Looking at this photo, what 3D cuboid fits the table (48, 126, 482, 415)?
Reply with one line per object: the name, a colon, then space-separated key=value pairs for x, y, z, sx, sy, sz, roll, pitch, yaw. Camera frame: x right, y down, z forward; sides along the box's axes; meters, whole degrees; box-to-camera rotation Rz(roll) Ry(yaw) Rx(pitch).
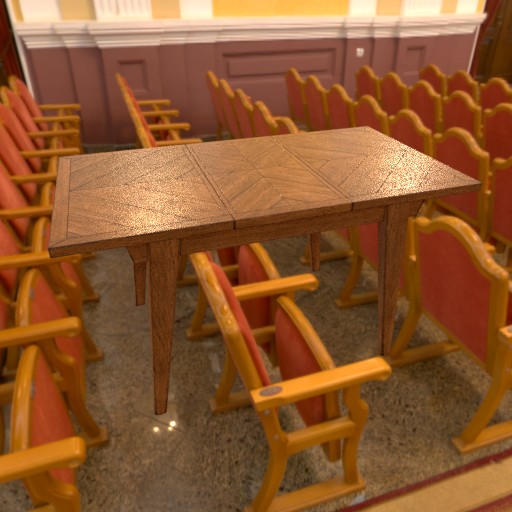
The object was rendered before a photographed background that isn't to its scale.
table: x=0.000 y=0.000 z=1.848 sx=1.400 sy=0.760 sz=0.757 roll=-10 pitch=33 yaw=-16
